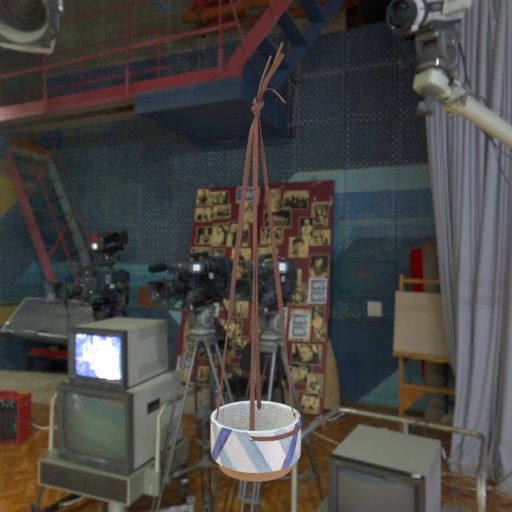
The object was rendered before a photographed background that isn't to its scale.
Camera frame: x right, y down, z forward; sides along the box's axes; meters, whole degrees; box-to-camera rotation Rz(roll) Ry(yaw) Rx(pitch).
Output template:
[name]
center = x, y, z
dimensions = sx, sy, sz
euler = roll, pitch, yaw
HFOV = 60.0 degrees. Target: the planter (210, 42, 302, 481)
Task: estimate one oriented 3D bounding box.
[planter]
center = 0.000, 0.000, 0.805
dimensions = 0.166, 0.751, 0.166
euler = 0, 0, -17
